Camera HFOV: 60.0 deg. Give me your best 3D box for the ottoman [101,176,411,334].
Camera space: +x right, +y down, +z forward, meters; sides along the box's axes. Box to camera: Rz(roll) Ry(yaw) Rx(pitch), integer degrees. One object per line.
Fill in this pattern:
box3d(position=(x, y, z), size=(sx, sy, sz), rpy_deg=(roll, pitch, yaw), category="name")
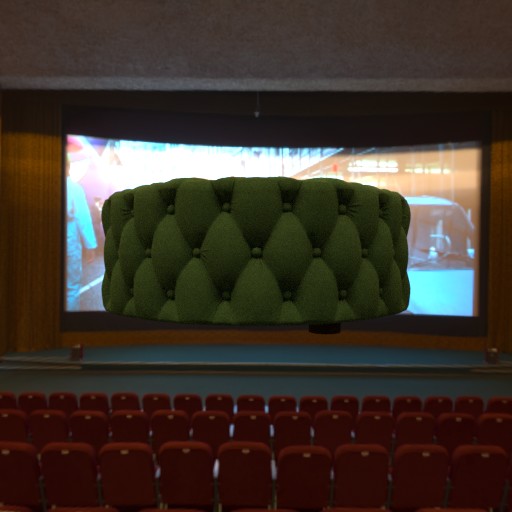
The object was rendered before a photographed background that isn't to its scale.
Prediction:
box3d(position=(0.000, 0.000, 1.508), size=(0.998, 0.399, 0.998), rpy_deg=(0, 0, 0), category="ottoman")
